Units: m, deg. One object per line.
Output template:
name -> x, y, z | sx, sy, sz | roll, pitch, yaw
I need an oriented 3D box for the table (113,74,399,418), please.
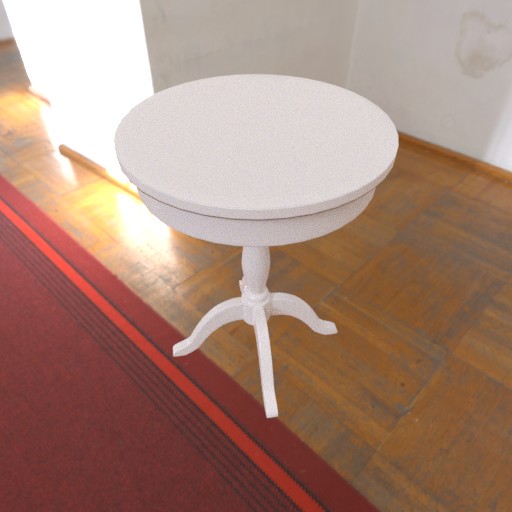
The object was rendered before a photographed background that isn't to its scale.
table -> 0.000, 0.000, 1.037 | 0.513, 0.653, 0.513 | 0, 42, 0
